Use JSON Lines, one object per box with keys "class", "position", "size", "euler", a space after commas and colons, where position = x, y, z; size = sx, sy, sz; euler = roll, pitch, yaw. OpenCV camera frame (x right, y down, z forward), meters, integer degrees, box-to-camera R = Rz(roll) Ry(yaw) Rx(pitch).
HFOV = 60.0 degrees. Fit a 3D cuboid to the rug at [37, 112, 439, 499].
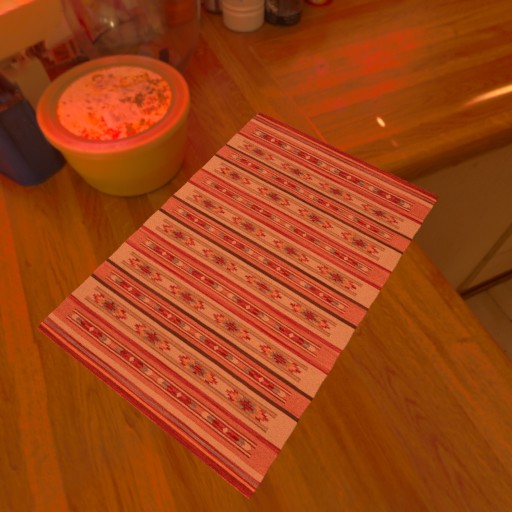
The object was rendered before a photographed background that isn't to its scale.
{"class": "rug", "position": [0.000, 0.000, 2.267], "size": [1.223, 0.008, 1.817], "euler": [31, 63, 18]}
